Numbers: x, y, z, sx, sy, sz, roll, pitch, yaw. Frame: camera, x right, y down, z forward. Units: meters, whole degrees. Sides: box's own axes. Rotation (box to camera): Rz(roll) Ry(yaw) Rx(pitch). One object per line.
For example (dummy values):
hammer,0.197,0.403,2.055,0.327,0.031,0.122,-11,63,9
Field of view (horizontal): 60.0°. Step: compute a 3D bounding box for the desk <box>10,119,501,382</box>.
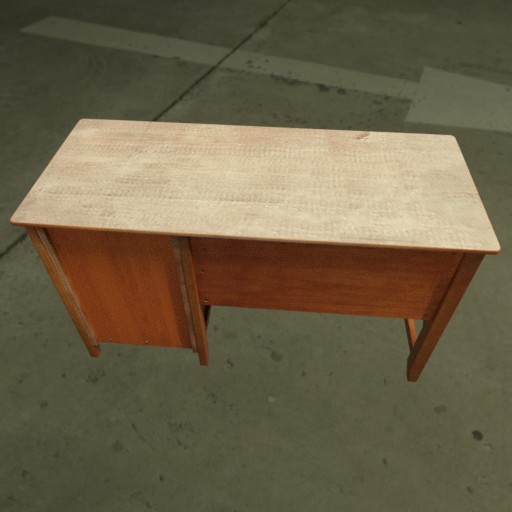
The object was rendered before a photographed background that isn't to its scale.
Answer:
desk,0.000,0.000,1.674,1.353,0.756,0.574,4,47,3
